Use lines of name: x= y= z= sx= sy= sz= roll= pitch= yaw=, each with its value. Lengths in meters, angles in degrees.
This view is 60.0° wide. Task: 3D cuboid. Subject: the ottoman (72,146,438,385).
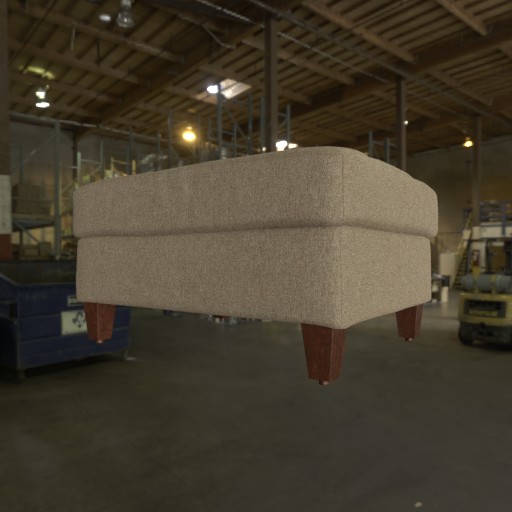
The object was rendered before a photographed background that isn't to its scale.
ottoman: x=0.000 y=0.000 z=1.322 sx=0.889 sy=0.511 sz=0.692 roll=0 pitch=0 yaw=36
